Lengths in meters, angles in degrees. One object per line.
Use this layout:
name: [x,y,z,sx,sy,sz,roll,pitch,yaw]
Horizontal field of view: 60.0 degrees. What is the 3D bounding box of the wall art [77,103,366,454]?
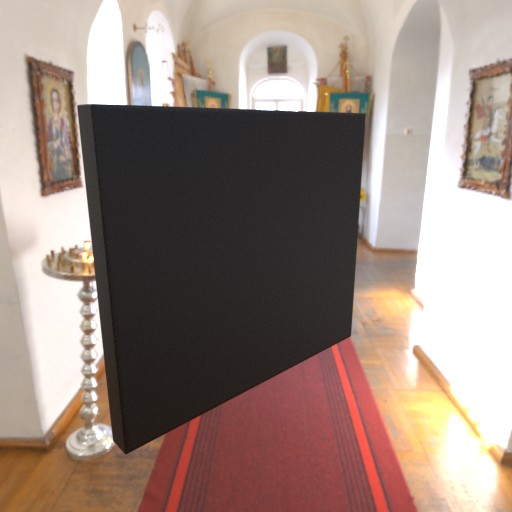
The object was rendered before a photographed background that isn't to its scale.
wall art: [0.000,0.000,0.528,0.380,0.330,0.028,-15,22,-41]
